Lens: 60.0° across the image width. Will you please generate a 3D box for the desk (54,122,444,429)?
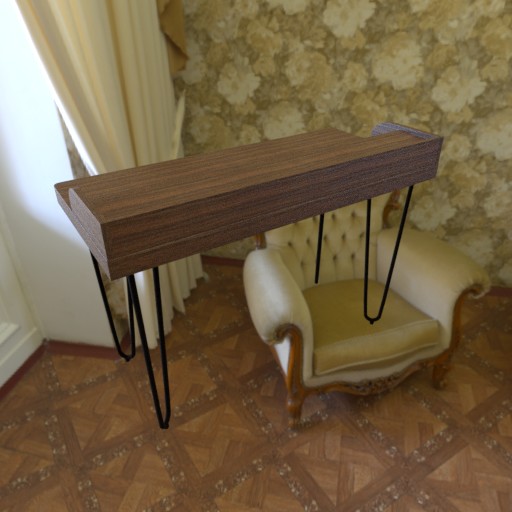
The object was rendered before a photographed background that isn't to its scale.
[{"bbox_3d":[0.000,0.000,1.679,1.200,0.854,0.565,-19,36,-28],"label":"desk"}]
